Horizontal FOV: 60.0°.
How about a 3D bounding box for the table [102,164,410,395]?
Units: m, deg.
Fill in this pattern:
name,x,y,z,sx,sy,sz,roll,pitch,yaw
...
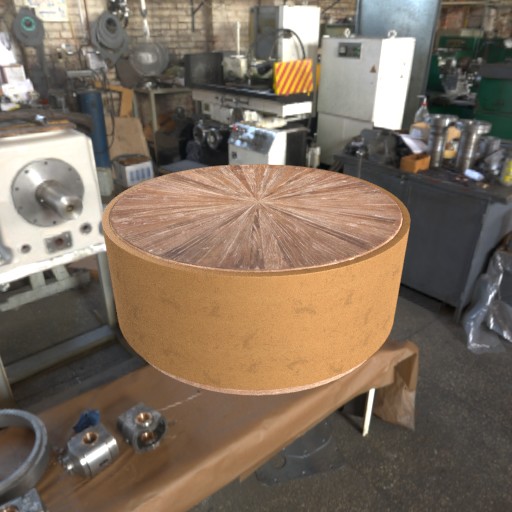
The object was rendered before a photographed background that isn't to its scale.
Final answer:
name,x,y,z,sx,sy,sz,roll,pitch,yaw
table,0.000,0.000,1.594,1.001,0.409,1.001,0,27,0
